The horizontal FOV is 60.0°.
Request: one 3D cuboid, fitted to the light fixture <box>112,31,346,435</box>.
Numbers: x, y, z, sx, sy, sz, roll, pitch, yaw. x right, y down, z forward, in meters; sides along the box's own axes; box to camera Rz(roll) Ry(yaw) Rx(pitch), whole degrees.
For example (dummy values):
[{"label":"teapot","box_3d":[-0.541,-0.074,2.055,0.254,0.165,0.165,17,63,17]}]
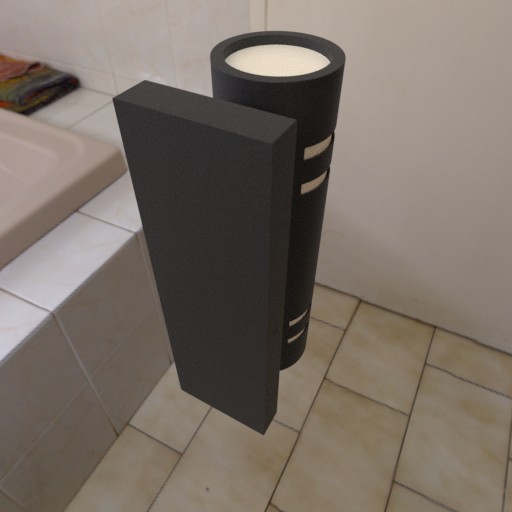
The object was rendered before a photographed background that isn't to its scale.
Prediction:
[{"label":"light fixture","box_3d":[0.000,0.000,0.395,0.105,0.330,0.149,22,49,20]}]
